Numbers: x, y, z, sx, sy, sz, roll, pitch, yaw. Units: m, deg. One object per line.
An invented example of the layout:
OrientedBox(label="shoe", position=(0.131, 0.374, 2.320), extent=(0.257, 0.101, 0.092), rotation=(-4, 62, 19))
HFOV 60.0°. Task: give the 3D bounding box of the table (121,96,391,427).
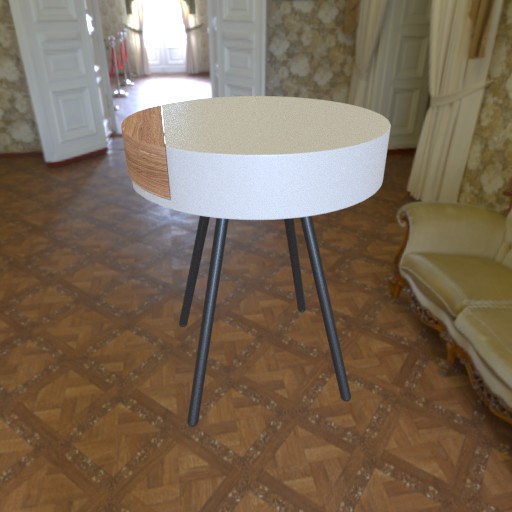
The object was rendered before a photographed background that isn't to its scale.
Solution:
OrientedBox(label="table", position=(0.000, 0.000, 0.864), extent=(0.450, 0.525, 0.450), rotation=(0, 29, 0))
